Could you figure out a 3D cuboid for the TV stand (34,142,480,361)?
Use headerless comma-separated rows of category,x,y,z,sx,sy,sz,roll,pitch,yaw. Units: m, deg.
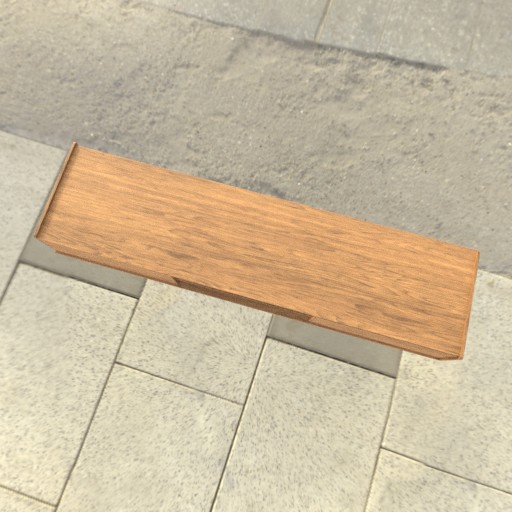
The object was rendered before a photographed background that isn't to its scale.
TV stand,0.000,0.000,2.032,1.796,0.415,0.467,15,76,4
